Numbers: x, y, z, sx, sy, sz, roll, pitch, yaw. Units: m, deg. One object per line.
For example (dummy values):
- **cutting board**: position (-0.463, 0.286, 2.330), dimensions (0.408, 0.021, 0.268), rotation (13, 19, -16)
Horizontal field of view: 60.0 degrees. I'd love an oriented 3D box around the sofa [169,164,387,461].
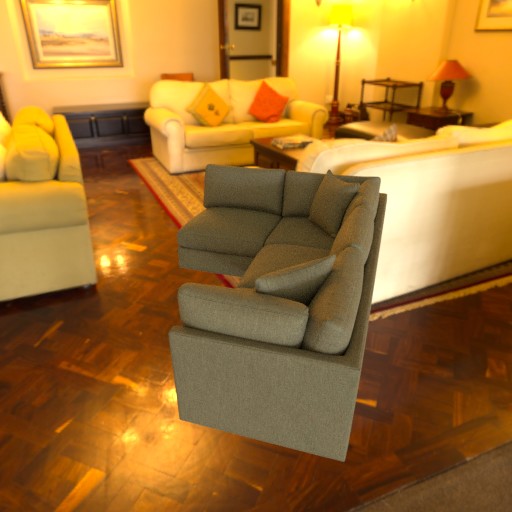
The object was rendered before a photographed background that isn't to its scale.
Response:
- **sofa**: position (0.000, 0.000, 3.769), dimensions (1.994, 0.978, 2.896), rotation (8, 27, 16)
